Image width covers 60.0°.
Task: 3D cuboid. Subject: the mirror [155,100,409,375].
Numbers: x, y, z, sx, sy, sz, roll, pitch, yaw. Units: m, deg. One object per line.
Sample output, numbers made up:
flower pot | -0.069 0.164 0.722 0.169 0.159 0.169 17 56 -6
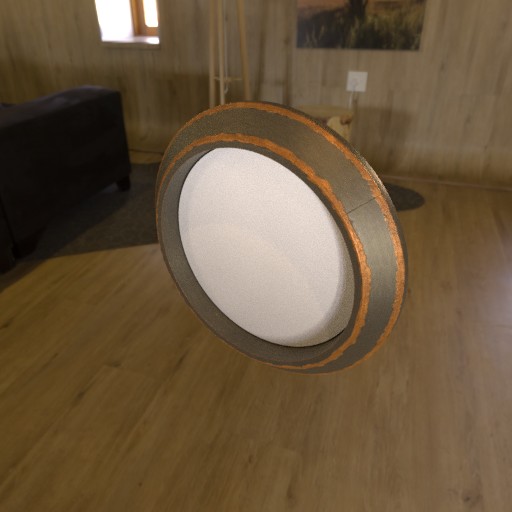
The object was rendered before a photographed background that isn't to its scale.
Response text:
mirror | 0.000 0.000 1.376 0.907 0.907 0.111 19 35 29
